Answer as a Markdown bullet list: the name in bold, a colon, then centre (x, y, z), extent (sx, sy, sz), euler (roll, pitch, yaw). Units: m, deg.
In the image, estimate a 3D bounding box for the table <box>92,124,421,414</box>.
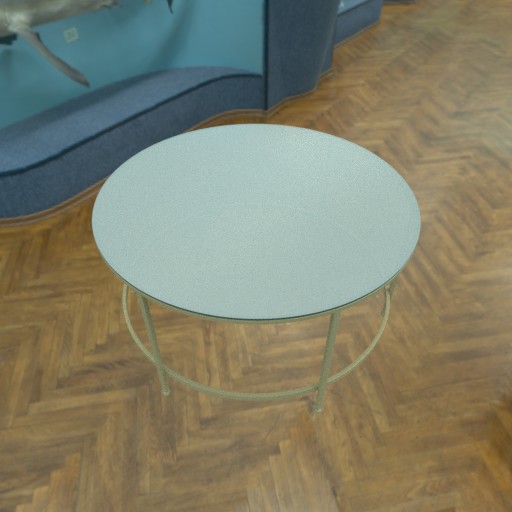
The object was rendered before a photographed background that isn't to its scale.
- **table**: centre (0.000, 0.000, 1.433), extent (0.914, 0.470, 0.914), euler (0, 42, 0)
